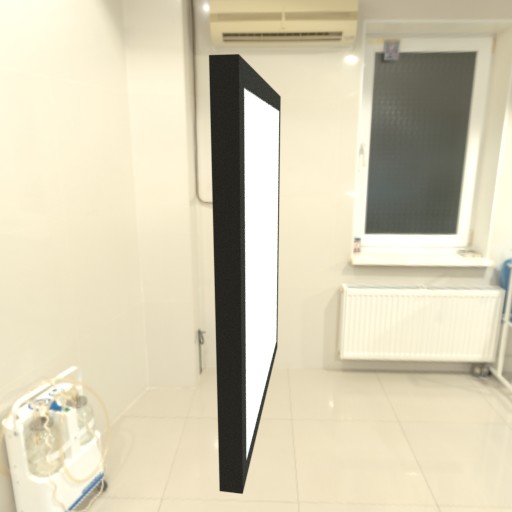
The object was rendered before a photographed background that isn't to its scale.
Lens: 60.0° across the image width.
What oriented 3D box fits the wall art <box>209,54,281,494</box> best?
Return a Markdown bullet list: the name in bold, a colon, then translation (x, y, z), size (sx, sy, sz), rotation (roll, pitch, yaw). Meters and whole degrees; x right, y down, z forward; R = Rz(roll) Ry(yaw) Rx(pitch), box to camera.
- **wall art**: translation (0.000, 0.000, 0.549), size (0.024, 0.404, 0.329), rotation (2, 15, 8)
